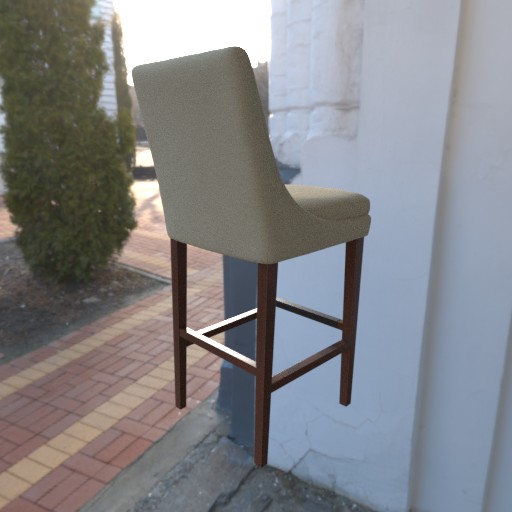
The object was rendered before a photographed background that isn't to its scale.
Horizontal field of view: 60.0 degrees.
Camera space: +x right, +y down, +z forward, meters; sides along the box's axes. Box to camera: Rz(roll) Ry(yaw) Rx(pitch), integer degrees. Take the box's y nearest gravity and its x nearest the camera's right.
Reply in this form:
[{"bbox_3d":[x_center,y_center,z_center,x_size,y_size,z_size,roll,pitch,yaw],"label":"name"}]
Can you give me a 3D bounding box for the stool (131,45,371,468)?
[{"bbox_3d":[0.000,0.000,1.361,0.577,1.078,0.470,-15,21,-43],"label":"stool"}]
